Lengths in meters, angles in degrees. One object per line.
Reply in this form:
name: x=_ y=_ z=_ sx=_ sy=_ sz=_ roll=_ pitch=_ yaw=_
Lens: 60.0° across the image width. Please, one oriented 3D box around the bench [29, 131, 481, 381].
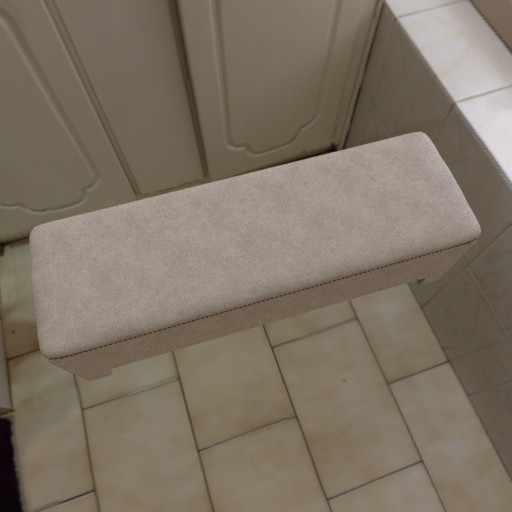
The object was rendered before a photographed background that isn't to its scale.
bench: x=0.000 y=0.000 z=1.669 sx=1.482 sy=0.447 sz=0.470 roll=-15 pitch=66 yaw=-7
